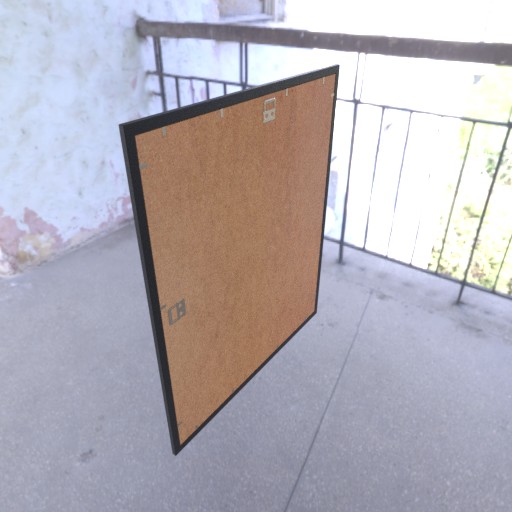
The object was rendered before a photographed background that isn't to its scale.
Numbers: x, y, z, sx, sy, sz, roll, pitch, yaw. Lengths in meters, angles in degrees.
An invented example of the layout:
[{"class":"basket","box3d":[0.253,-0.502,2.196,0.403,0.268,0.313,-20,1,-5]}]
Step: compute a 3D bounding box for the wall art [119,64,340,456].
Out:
[{"class":"wall art","box3d":[0.000,0.000,0.906,0.018,0.660,0.559,22,38,30]}]
